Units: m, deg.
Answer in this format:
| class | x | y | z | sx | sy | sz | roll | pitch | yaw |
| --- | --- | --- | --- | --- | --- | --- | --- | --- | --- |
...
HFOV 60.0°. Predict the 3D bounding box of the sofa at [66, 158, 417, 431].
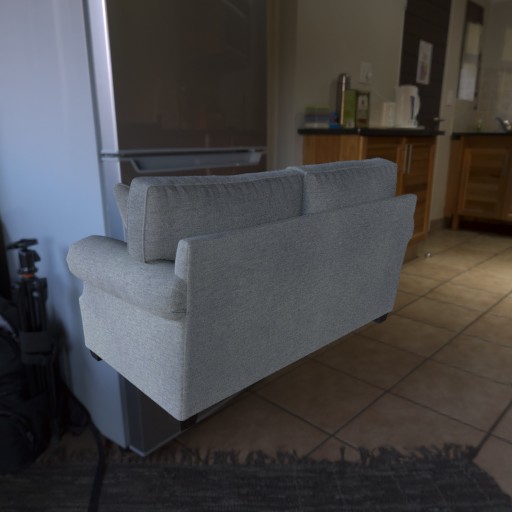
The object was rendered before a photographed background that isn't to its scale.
| class | x | y | z | sx | sy | sz | roll | pitch | yaw |
| --- | --- | --- | --- | --- | --- | --- | --- | --- | --- |
| sofa | 0.000 | 0.000 | 2.328 | 1.701 | 0.966 | 0.966 | -15 | 22 | -42 |
